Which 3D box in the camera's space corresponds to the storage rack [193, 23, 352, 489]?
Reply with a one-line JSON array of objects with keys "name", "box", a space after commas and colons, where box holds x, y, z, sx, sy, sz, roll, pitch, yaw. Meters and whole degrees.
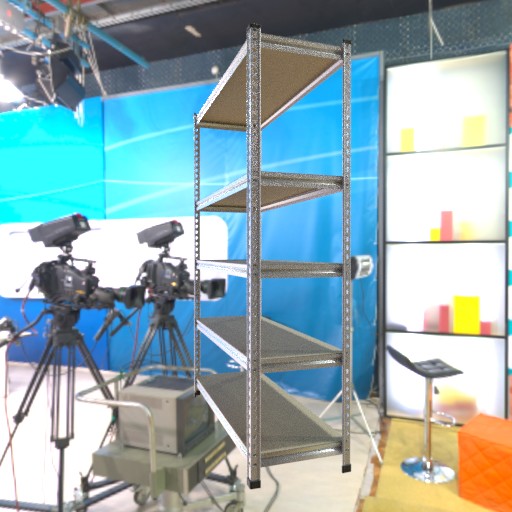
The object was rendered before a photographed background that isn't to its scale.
[{"name": "storage rack", "box": [0.000, 0.000, 2.385, 0.457, 1.829, 1.219, 0, 0, -18]}]
